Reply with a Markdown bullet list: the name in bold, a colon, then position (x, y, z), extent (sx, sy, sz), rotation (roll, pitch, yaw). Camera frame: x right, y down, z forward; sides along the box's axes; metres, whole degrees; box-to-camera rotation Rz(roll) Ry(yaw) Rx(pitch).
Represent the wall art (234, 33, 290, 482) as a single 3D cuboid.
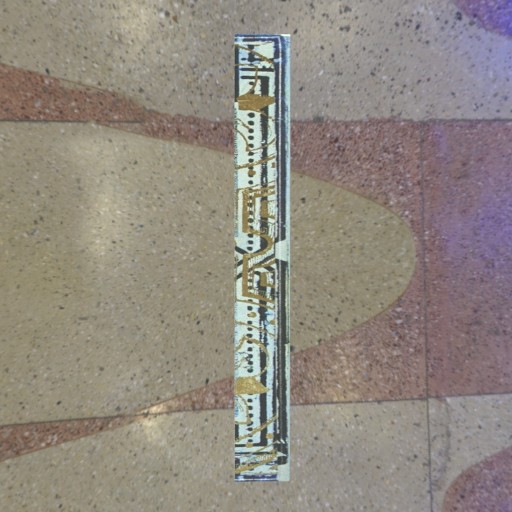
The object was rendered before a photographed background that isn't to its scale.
- **wall art**: position (0.000, 0.000, 0.451), extent (0.038, 0.306, 0.302), rotation (0, 91, -2)
